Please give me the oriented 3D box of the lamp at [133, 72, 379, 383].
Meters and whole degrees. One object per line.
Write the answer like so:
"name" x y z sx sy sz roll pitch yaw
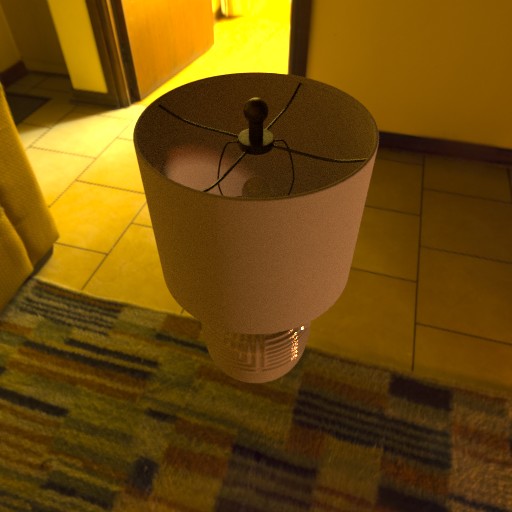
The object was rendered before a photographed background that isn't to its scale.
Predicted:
"lamp" 0.000 0.000 0.761 0.318 0.567 0.318 0 46 0
